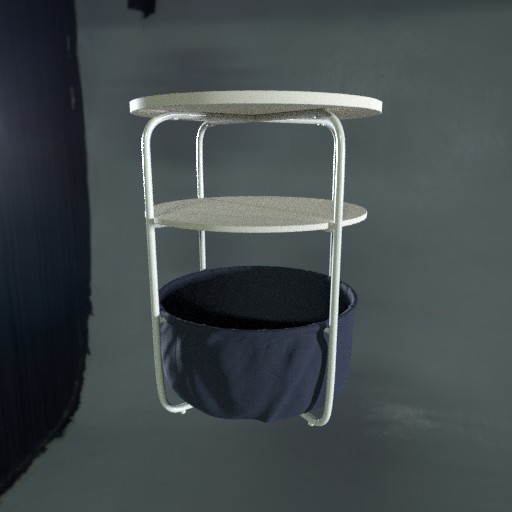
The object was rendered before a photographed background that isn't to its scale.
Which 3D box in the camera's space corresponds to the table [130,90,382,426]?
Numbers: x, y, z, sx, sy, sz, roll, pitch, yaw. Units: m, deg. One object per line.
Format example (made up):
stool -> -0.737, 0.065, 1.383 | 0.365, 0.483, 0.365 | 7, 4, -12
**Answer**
table -> 0.000, 0.000, 0.825 | 0.418, 0.532, 0.418 | 2, 14, 9
